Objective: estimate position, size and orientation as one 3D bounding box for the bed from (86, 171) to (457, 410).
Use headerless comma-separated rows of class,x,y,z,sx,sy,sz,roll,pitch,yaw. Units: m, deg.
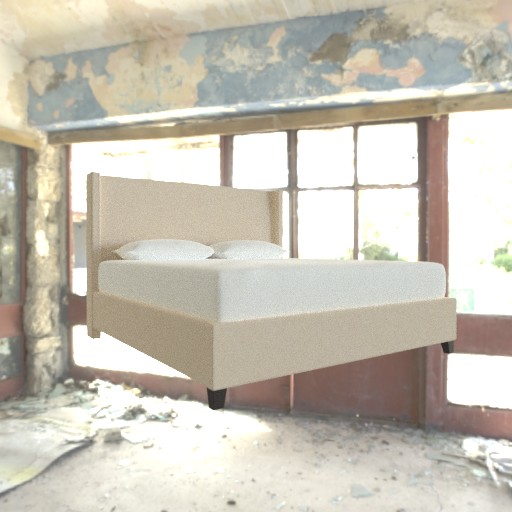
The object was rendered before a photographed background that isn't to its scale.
bed,0.000,0.000,3.690,2.145,1.471,2.293,-1,1,-35
